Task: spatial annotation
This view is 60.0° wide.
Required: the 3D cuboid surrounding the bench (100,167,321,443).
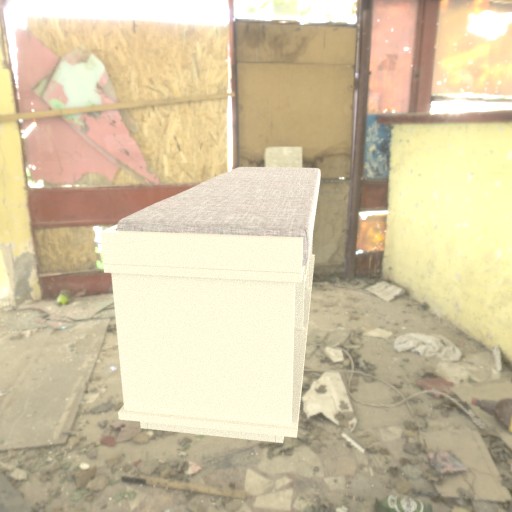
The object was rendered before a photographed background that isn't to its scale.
[{"bbox_3d":[0.000,0.000,1.368,0.363,0.453,1.196,2,16,8],"label":"bench"}]
